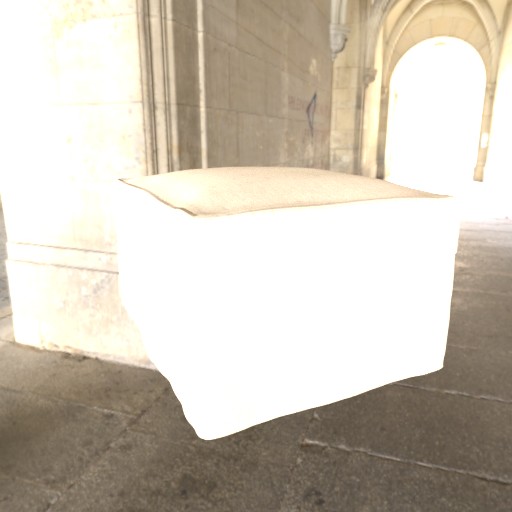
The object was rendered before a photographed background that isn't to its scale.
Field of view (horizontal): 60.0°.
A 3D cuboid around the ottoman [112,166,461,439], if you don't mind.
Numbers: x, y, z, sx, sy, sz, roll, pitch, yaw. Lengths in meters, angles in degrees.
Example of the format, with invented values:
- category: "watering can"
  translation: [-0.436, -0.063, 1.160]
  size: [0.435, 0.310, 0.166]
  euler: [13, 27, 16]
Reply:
- category: "ottoman"
  translation: [0.000, 0.000, 1.254]
  size: [0.650, 0.485, 0.833]
  euler: [-7, 16, -25]
